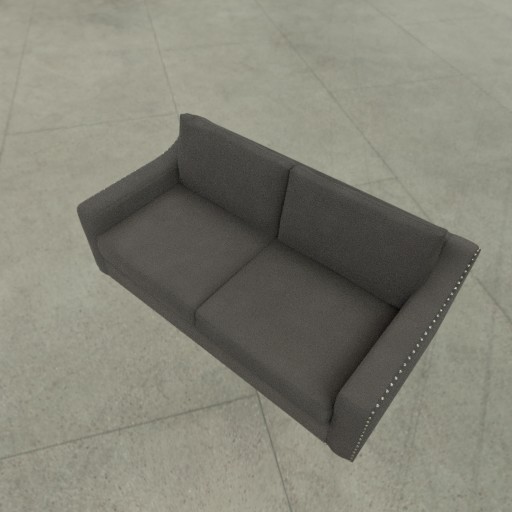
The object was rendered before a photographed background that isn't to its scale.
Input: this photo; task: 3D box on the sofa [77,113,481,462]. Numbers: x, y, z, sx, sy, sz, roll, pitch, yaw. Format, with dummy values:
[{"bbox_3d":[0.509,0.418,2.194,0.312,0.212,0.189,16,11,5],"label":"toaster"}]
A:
[{"bbox_3d":[0.000,0.000,3.241,2.550,1.196,1.336,31,54,26],"label":"sofa"}]
